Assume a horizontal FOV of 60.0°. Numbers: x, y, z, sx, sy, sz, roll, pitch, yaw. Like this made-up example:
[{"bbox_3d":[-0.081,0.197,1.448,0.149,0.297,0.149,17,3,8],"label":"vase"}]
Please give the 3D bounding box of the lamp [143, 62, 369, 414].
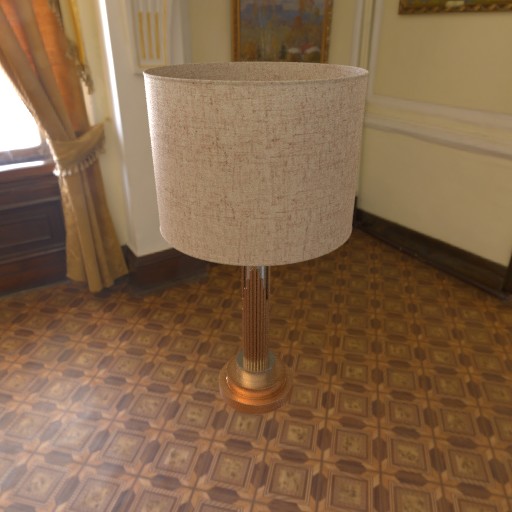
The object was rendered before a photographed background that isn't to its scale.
[{"bbox_3d":[0.000,0.000,0.784,0.321,0.610,0.321,-9,29,-17],"label":"lamp"}]
